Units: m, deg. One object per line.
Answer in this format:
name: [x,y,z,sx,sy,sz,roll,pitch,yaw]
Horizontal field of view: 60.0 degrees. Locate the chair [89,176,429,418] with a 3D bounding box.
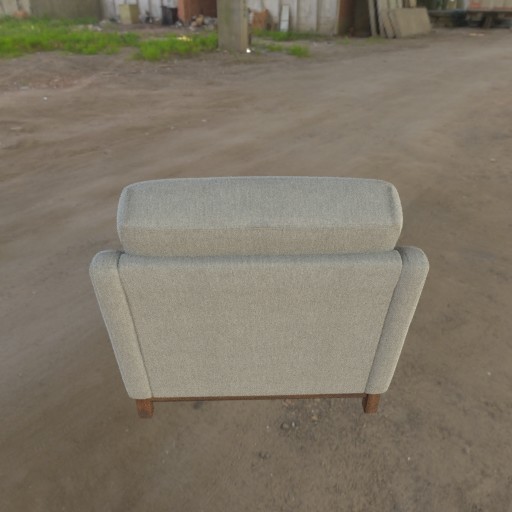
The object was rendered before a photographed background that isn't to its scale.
chair: [0.000,0.000,1.527,0.826,0.821,0.892,-1,31,-1]
